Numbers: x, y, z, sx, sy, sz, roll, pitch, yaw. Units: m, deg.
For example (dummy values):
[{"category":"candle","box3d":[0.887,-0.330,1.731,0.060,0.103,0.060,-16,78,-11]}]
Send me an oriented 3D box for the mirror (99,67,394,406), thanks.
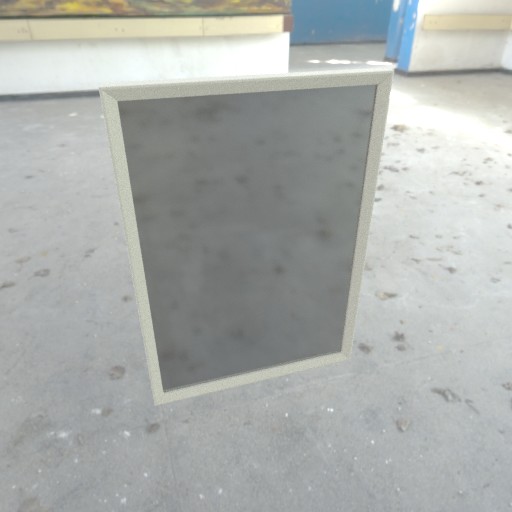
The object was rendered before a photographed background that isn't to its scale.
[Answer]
[{"category":"mirror","box3d":[0.000,0.000,0.931,0.507,0.710,0.039,-9,33,-15]}]
